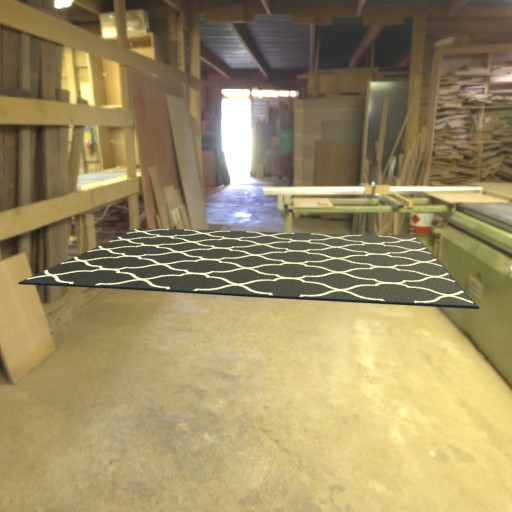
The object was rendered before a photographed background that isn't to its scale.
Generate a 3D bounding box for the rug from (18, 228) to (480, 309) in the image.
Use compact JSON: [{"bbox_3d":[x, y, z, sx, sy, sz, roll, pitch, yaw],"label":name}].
[{"bbox_3d":[0.000,0.000,2.878,2.294,0.014,1.528,2,15,9],"label":"rug"}]
